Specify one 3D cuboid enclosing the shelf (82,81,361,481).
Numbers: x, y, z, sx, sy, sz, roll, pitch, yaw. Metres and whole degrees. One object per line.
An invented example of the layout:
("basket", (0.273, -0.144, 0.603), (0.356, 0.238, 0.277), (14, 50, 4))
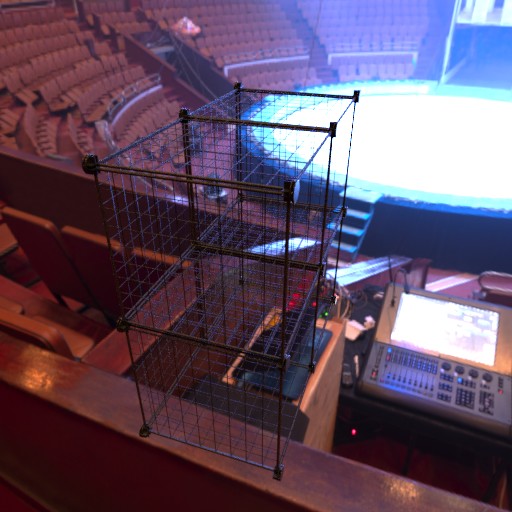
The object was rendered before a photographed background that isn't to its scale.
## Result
("shelf", (0.000, 0.000, 1.136), (0.356, 0.711, 0.711), (10, 33, 16))
